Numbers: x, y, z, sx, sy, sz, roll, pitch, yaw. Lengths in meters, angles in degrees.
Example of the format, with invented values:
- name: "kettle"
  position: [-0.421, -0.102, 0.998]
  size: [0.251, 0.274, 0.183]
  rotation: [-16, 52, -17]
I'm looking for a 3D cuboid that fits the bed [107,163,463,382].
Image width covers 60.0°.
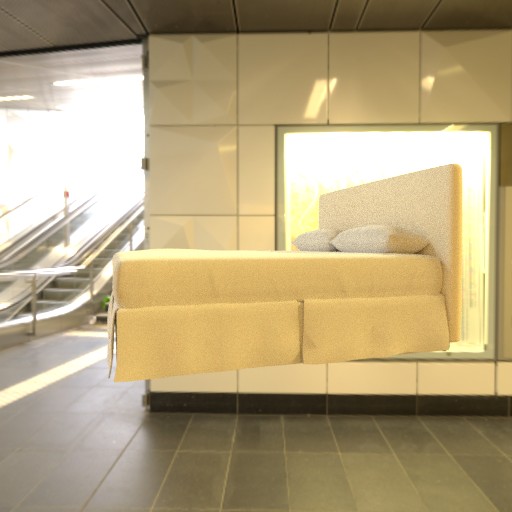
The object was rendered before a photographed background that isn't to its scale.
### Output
- name: "bed"
  position: [0.000, 0.000, 3.651]
  size: [2.341, 1.317, 2.119]
  rotation: [0, 1, -18]
